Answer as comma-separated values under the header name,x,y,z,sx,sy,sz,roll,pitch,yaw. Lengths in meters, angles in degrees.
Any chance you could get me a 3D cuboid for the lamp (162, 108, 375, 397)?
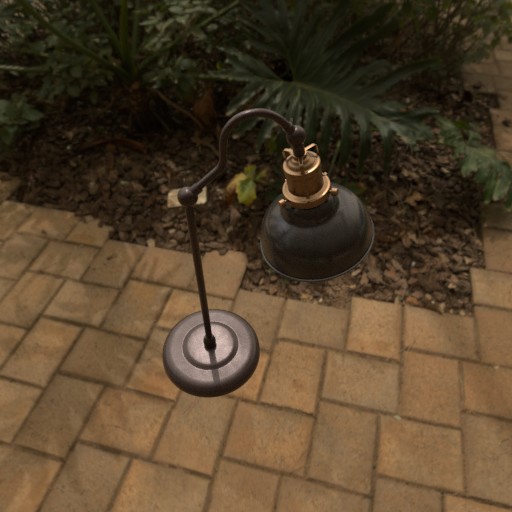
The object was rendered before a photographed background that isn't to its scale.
name,x,y,z,sx,sy,sz,roll,pitch,yaw
lamp,0.000,0.000,0.708,0.374,0.508,0.192,-11,48,-10
